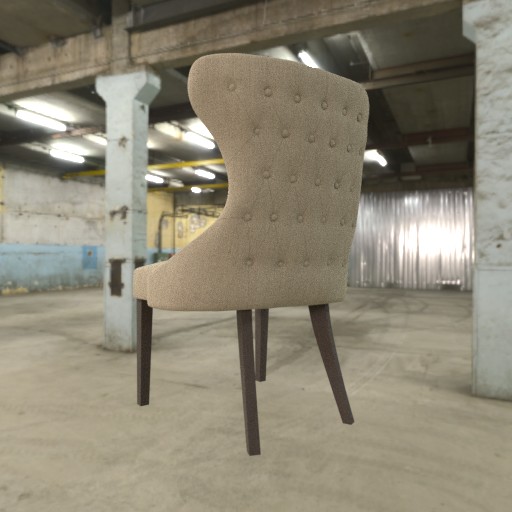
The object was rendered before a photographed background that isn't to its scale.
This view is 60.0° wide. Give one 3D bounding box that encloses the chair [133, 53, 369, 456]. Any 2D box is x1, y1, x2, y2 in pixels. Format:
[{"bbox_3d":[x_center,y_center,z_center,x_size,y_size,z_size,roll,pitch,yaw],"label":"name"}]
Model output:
[{"bbox_3d":[0.000,0.000,1.366,0.628,0.967,0.635,1,-1,-37],"label":"chair"}]
